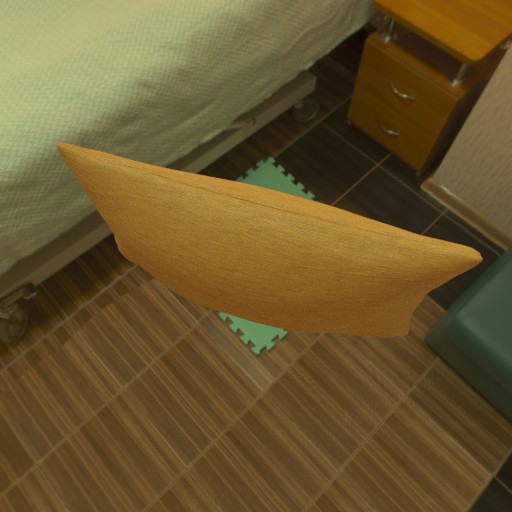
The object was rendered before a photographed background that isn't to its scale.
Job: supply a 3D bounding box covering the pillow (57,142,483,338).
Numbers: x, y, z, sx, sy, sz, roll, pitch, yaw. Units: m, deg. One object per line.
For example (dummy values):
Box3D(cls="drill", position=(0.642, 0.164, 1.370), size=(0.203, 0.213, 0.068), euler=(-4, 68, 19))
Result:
Box3D(cls="pillow", position=(0.000, 0.000, 0.774), size=(0.634, 0.354, 0.210), euler=(16, 65, 8))
